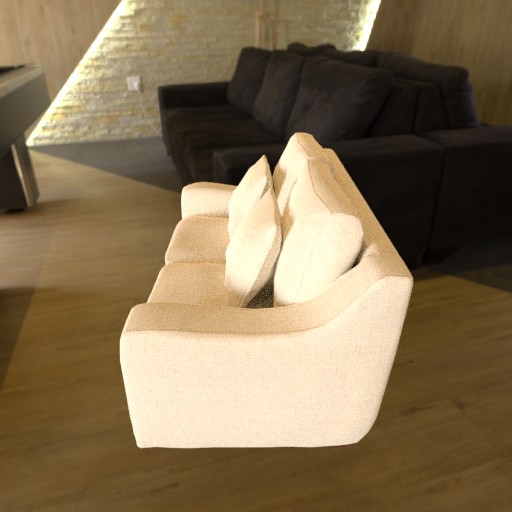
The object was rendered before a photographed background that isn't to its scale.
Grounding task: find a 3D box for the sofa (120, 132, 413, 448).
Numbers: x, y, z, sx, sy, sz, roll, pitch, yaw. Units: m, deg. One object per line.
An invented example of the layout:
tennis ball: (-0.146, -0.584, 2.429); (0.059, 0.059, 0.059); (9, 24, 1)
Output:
sofa: (0.000, 0.000, 2.348); (1.040, 1.047, 1.744); (0, 28, 0)
